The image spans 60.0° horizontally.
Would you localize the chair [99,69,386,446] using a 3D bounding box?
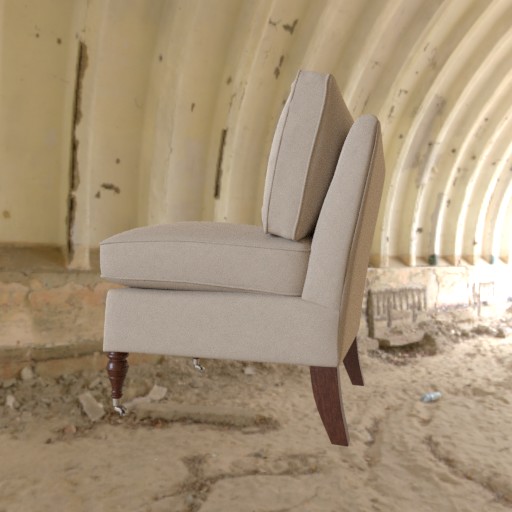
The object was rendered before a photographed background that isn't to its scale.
[{"bbox_3d":[0.000,0.000,1.643,0.912,1.052,0.724,0,-1,18],"label":"chair"}]
